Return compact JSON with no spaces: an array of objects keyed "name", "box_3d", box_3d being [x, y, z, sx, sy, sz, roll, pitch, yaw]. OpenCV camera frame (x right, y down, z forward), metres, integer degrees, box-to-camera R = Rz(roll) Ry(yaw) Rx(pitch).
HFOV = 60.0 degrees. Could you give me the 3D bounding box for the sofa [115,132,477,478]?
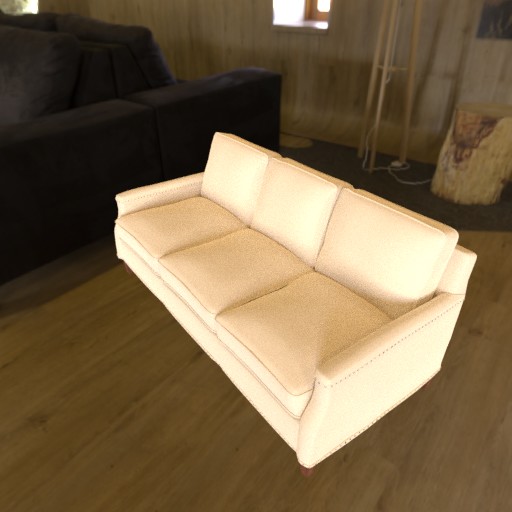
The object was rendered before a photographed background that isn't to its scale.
[{"name":"sofa","box_3d":[0.000,0.000,2.783,1.084,1.003,2.246,-21,37,-30]}]
